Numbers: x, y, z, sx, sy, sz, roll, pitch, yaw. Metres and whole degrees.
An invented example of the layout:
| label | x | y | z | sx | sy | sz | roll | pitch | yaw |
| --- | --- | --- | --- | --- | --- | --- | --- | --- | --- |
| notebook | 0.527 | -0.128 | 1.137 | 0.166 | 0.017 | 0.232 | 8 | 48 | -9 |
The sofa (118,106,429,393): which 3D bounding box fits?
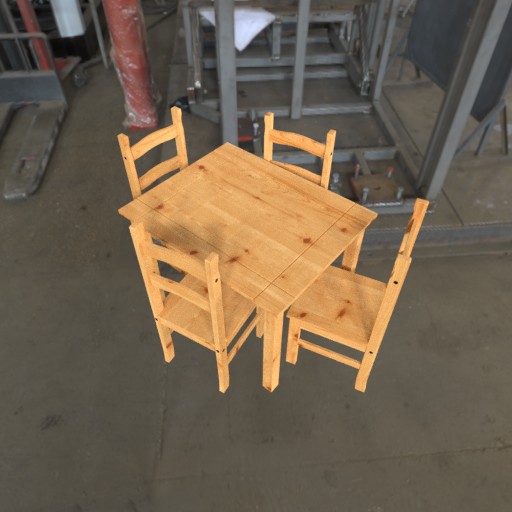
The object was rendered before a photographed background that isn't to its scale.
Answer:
| label | x | y | z | sx | sy | sz | roll | pitch | yaw |
| --- | --- | --- | --- | --- | --- | --- | --- | --- | --- |
| sofa | 0.000 | 0.000 | 2.321 | 1.529 | 1.000 | 1.144 | 31 | 54 | 26 |
